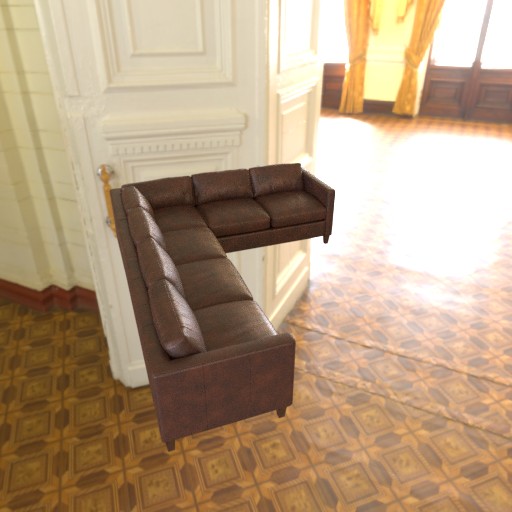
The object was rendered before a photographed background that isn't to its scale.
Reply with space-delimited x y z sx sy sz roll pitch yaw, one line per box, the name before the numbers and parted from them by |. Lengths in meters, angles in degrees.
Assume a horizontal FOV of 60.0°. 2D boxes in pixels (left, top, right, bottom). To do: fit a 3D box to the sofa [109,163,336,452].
sofa | 0.000 0.000 4.288 2.438 0.836 3.152 -10 31 -18
